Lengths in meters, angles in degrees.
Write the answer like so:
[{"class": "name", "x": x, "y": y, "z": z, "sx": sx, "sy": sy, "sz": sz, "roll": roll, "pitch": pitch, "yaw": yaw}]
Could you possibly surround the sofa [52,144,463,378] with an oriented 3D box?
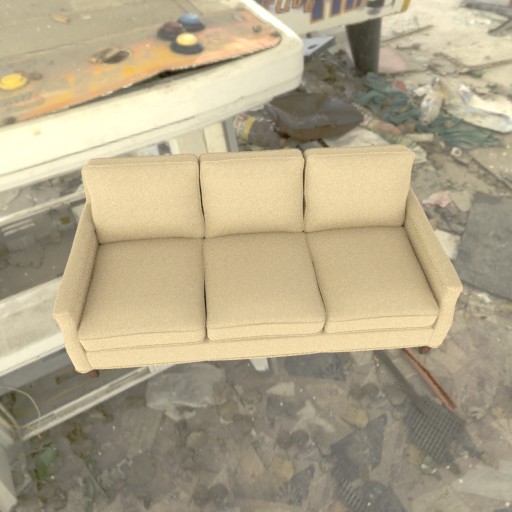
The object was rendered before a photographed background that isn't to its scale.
[{"class": "sofa", "x": 0.000, "y": 0.000, "z": 2.793, "sx": 2.246, "sy": 1.003, "sz": 1.084, "roll": -3, "pitch": 47, "yaw": -3}]
